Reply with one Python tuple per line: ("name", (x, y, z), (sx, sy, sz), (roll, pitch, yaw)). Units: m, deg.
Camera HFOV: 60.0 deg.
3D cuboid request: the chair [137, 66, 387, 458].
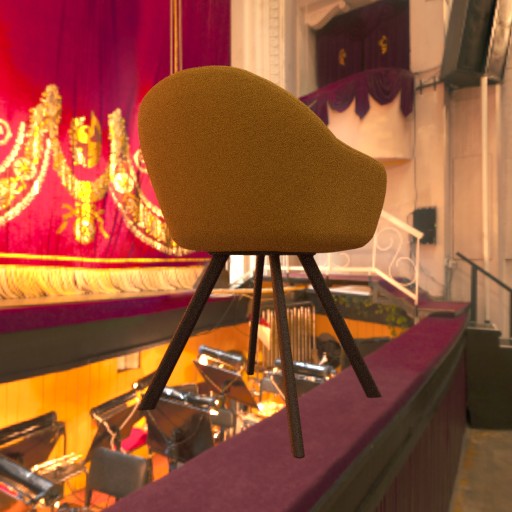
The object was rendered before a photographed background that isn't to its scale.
("chair", (0.000, 0.000, 1.137), (0.545, 0.775, 0.565), (0, 0, 36))
